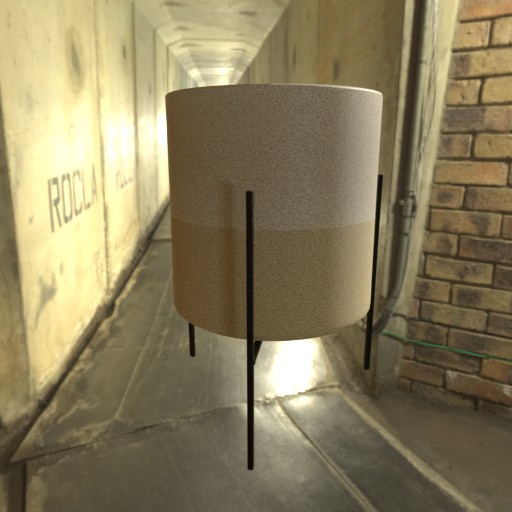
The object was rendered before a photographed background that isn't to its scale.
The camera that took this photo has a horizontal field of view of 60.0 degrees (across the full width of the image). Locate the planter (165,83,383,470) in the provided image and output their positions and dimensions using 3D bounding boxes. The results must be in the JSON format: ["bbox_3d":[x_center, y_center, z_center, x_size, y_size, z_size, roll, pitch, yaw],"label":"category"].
[{"bbox_3d":[0.000,0.000,0.531,0.267,0.362,0.263,7,16,26],"label":"planter"}]
